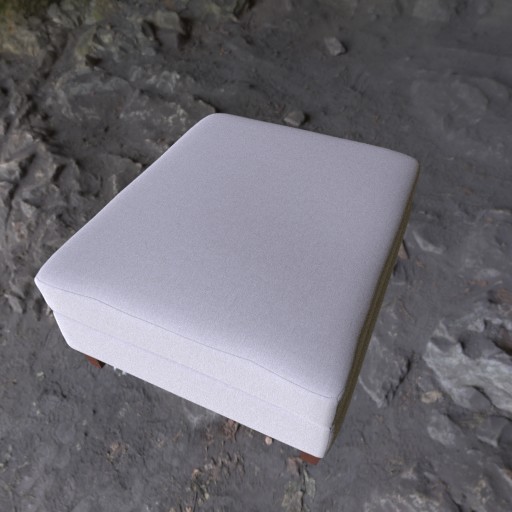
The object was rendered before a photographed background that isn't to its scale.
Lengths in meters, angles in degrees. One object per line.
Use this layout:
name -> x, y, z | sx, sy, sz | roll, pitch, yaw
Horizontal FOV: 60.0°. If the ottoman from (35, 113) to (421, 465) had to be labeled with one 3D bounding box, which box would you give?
ottoman -> 0.000, 0.000, 1.438 | 0.836, 0.492, 0.976 | 18, 48, 17
